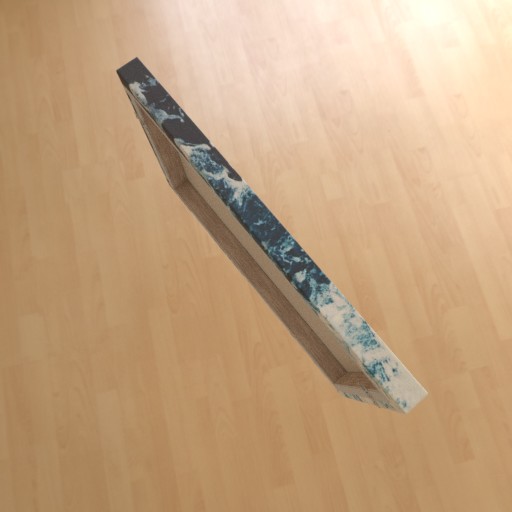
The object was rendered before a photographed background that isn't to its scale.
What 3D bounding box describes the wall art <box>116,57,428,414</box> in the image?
[{"bbox_3d":[0.000,0.000,0.783,0.043,0.407,0.609,-38,79,-9],"label":"wall art"}]
